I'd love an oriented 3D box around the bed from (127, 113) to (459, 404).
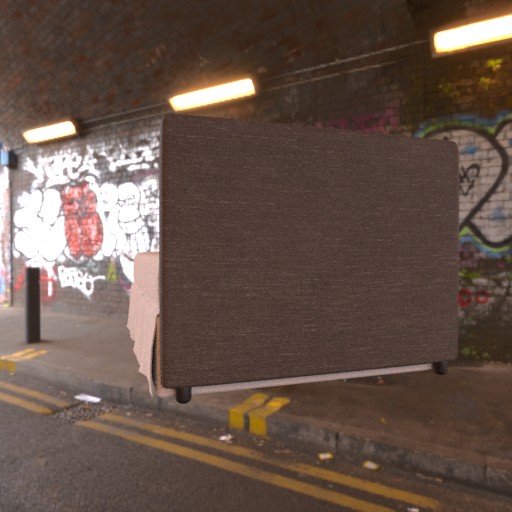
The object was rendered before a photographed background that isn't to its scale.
[{"bbox_3d":[0.000,0.000,3.215,1.723,1.330,2.142,0,1,-19],"label":"bed"}]
